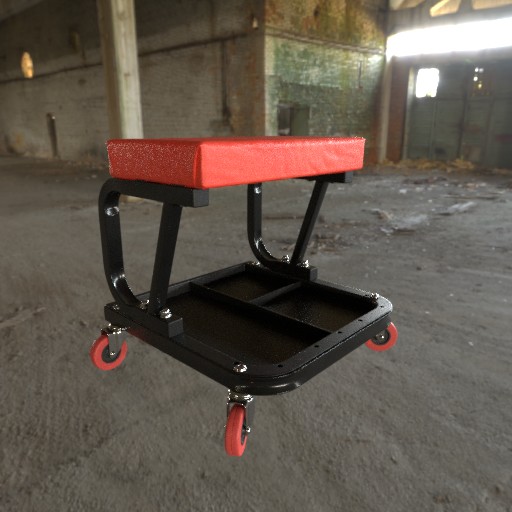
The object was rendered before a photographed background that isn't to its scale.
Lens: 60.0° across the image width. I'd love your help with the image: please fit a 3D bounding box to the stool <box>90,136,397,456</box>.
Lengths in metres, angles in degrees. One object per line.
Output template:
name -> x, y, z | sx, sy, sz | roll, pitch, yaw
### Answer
stool -> 0.000, 0.000, 0.736 | 0.371, 0.380, 0.446 | 14, 22, 41
